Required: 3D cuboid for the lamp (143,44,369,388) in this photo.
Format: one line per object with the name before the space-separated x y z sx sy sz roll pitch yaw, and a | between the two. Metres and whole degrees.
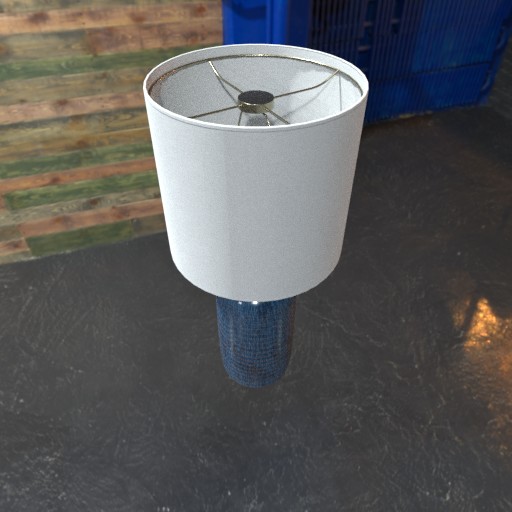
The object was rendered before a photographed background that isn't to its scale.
lamp | 0.000 0.000 0.599 0.220 0.475 0.220 -12 43 -13
